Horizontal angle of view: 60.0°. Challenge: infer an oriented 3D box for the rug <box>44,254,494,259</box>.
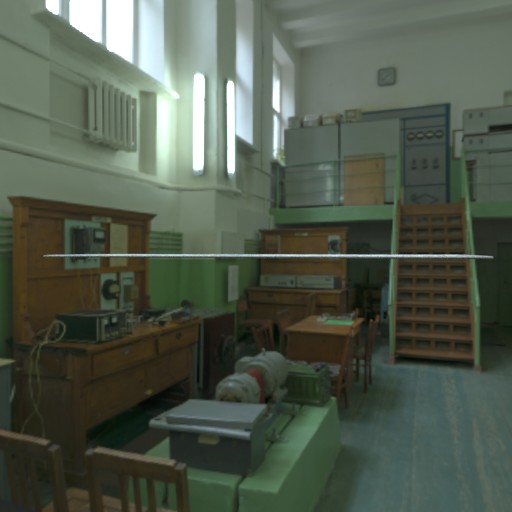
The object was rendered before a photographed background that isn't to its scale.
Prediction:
[{"bbox_3d":[0.000,0.000,2.701,2.452,0.017,0.855,0,1,19],"label":"rug"}]
